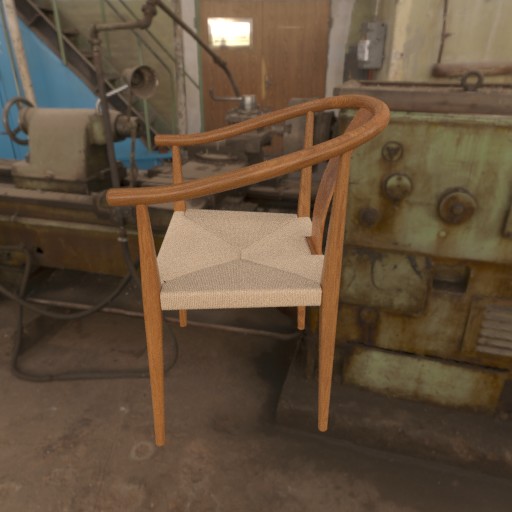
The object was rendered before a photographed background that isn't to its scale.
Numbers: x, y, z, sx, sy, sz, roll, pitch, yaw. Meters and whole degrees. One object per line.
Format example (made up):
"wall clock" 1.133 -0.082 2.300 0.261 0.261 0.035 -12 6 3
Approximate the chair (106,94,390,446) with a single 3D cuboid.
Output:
"chair" 0.000 0.000 1.189 0.579 0.800 0.556 -1 26 -2
